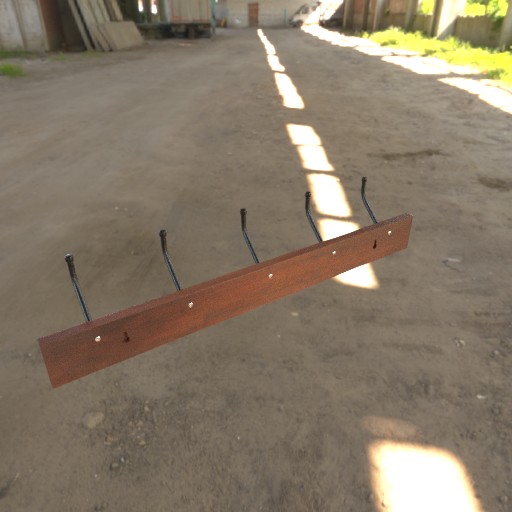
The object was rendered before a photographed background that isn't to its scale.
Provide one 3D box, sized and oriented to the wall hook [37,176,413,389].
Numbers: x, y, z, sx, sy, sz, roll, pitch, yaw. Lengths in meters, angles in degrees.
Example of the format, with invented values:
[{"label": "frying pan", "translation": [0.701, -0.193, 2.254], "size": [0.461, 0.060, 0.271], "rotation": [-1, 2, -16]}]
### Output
[{"label": "wall hook", "translation": [0.000, 0.000, 0.611], "size": [0.571, 0.117, 0.071], "rotation": [-18, 34, -29]}]
